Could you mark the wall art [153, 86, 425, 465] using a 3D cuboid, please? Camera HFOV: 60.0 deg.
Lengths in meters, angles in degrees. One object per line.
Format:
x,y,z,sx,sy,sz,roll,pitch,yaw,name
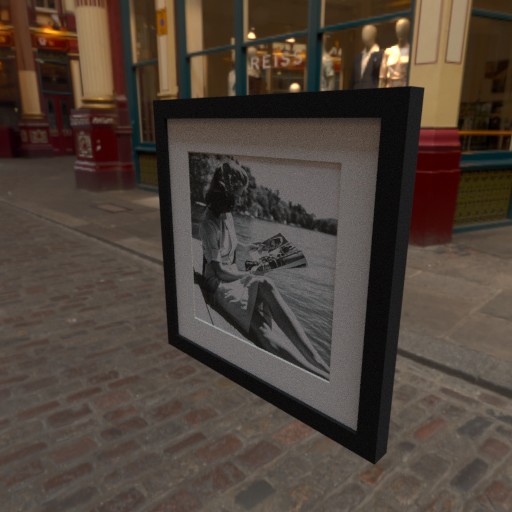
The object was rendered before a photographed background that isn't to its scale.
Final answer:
0.000,0.000,0.671,0.462,0.458,0.030,16,23,42,wall art
